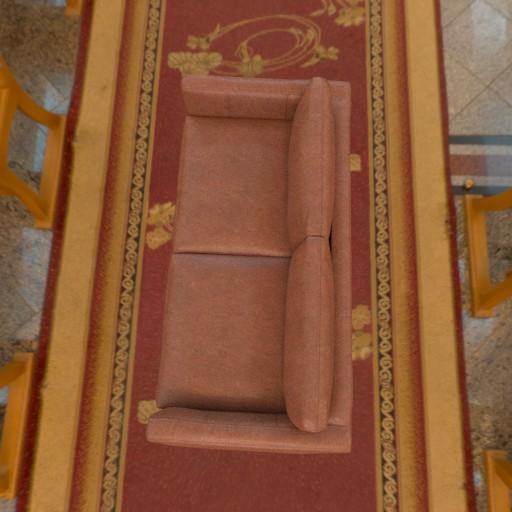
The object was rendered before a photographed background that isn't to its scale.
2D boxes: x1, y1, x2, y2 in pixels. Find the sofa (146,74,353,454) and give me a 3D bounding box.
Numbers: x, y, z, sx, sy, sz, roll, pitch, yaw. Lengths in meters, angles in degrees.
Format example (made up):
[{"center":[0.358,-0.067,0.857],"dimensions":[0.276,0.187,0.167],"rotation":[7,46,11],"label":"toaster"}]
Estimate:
[{"center":[0.000,0.000,2.271],"dimensions":[0.899,0.883,1.797],"rotation":[2,76,1],"label":"sofa"}]
